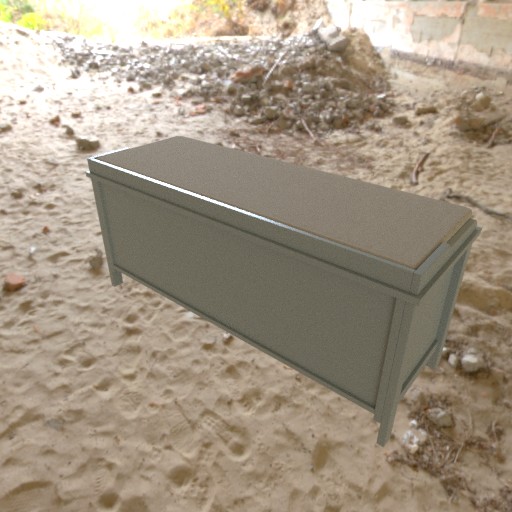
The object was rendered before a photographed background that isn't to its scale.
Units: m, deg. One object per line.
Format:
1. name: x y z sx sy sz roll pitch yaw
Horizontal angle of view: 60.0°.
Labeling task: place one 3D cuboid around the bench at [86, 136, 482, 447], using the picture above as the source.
1. bench: 0.000 0.000 1.393 1.140 0.501 0.398 22 37 33
